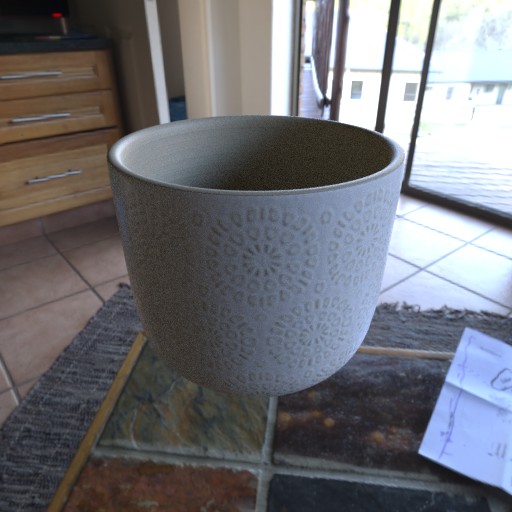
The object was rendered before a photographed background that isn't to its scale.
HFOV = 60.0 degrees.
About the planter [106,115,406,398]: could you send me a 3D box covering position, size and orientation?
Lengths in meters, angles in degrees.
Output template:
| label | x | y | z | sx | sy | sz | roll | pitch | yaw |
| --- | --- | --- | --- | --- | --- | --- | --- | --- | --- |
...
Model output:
| label | x | y | z | sx | sy | sz | roll | pitch | yaw |
| --- | --- | --- | --- | --- | --- | --- | --- | --- | --- |
| planter | 0.000 | 0.000 | 0.298 | 0.170 | 0.152 | 0.170 | 0 | 29 | 0 |
